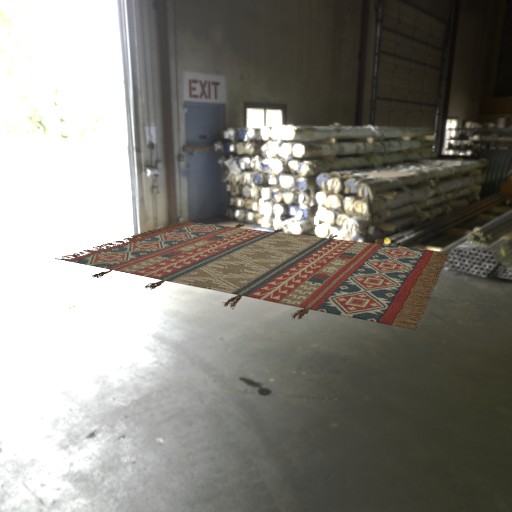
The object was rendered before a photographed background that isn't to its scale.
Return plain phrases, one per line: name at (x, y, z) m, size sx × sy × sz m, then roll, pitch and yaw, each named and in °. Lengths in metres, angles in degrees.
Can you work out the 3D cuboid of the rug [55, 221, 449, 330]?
rug at (0.000, 0.000, 3.172) m, size 2.450 × 0.048 × 1.778 m, roll 8°, pitch 18°, yaw 27°
